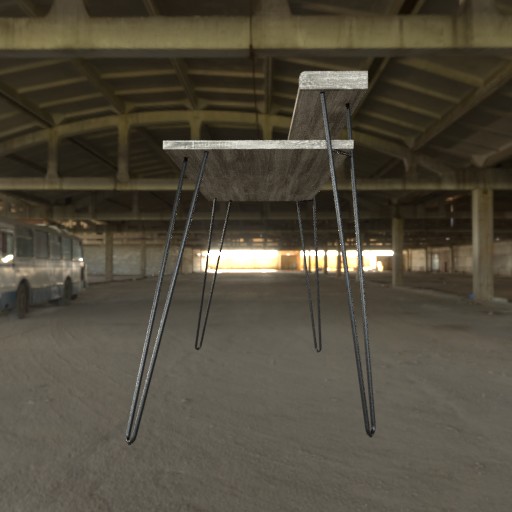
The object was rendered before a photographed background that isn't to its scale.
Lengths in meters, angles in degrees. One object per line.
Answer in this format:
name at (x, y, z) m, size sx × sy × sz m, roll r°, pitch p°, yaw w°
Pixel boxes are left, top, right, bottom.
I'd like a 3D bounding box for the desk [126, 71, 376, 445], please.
desk at (0.000, 0.000, 1.598) m, size 0.605 × 0.899 × 1.135 m, roll 0°, pitch -1°, yaw 1°
